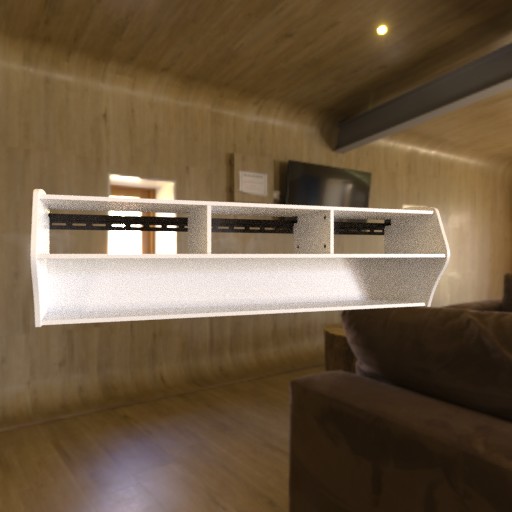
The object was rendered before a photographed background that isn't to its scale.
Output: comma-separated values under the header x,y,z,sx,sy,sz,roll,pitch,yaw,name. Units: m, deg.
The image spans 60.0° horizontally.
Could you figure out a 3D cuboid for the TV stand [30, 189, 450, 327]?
x,y,z,sx,sy,sz,roll,pitch,yaw,name
0.000,0.000,1.662,1.473,0.424,0.397,0,0,-20,TV stand
